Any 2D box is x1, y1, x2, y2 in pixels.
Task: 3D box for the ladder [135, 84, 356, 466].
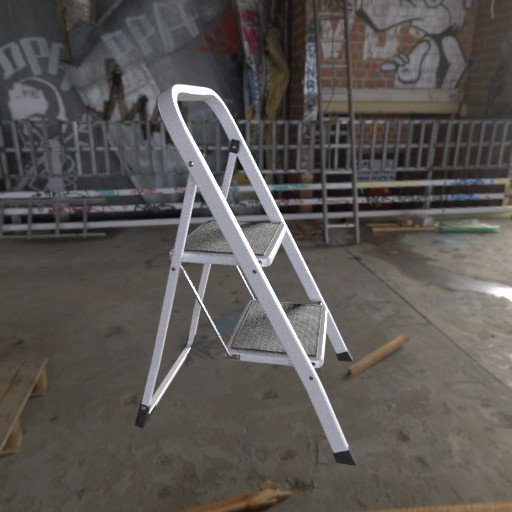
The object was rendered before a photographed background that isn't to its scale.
[{"bbox_3d":[0.000,0.000,1.126,0.544,0.810,0.460,3,19,10],"label":"ladder"}]
